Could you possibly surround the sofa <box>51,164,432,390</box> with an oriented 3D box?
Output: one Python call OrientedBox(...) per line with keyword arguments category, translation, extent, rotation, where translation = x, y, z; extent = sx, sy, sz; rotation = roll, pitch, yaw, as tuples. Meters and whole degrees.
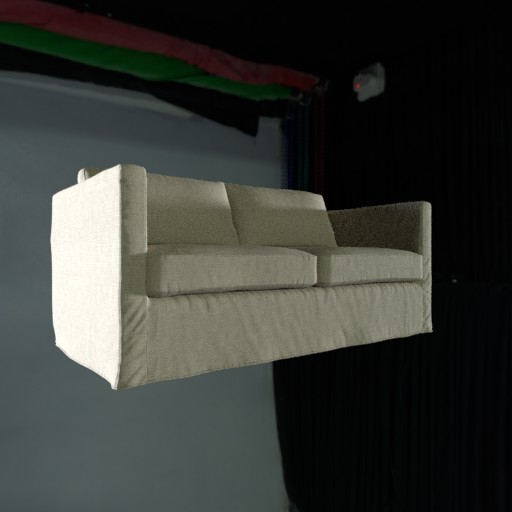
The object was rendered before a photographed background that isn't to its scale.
OrientedBox(category="sofa", translation=(0.000, 0.000, 2.254), extent=(1.766, 0.828, 0.956), rotation=(0, 0, -37))
